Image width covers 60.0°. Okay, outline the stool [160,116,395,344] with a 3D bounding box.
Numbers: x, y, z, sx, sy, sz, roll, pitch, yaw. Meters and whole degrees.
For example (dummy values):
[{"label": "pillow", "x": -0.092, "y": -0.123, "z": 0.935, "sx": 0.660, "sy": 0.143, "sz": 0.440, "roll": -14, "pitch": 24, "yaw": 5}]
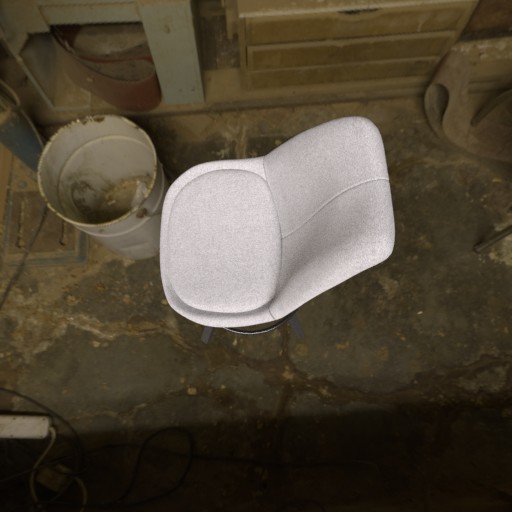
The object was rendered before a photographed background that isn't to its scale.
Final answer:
[{"label": "stool", "x": 0.000, "y": 0.000, "z": 1.418, "sx": 0.550, "sy": 1.115, "sz": 0.485, "roll": -3, "pitch": 75, "yaw": -1}]
